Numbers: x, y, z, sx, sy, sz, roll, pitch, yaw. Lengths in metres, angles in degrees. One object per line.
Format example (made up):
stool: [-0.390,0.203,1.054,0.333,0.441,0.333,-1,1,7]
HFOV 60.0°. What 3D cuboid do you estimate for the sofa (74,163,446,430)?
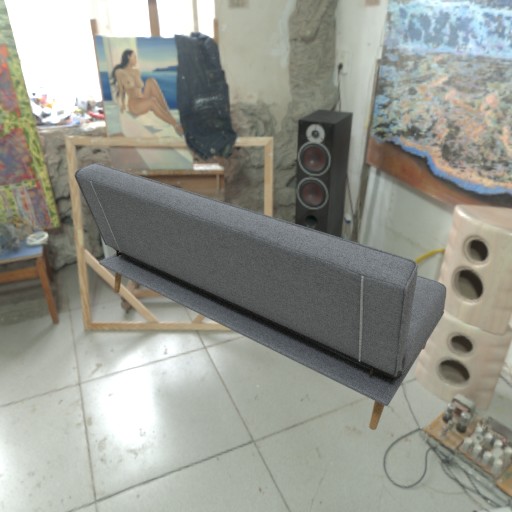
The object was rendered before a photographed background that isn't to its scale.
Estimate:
sofa: [0.000,0.000,2.356,1.820,0.830,0.810,20,36,31]
